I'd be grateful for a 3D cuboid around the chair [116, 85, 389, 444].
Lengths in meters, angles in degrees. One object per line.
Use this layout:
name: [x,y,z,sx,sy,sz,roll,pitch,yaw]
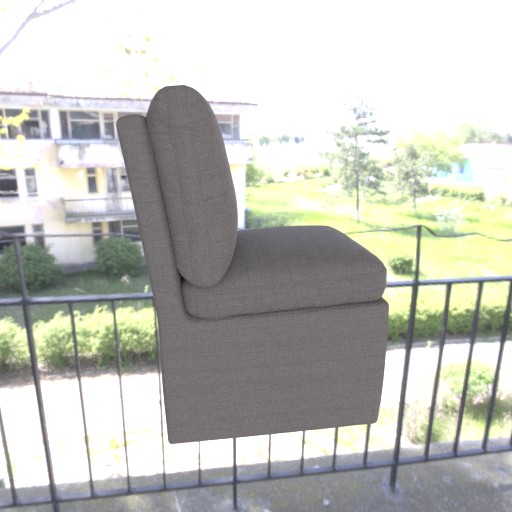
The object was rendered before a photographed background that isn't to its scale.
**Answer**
chair: [0.000,0.000,1.342,0.698,0.927,0.503,-2,16,-9]
